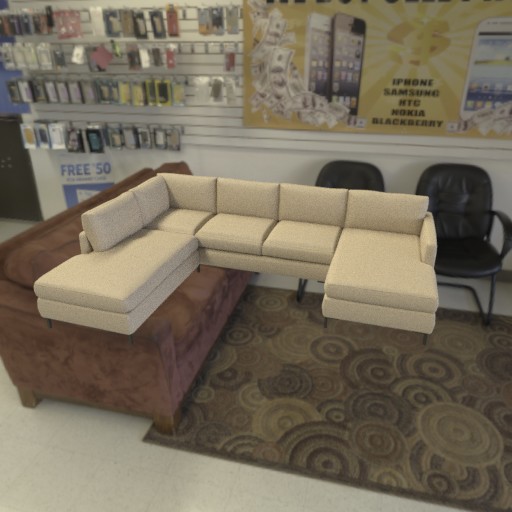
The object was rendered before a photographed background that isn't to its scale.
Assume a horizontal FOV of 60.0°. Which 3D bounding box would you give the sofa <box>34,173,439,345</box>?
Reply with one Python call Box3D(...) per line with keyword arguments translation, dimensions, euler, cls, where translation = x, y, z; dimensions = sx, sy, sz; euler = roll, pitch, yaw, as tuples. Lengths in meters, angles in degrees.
Box3D(translation=(0.000, 0.000, 3.544), dimensions=(2.737, 0.756, 1.879), euler=(8, 27, 16), cls="sofa")
